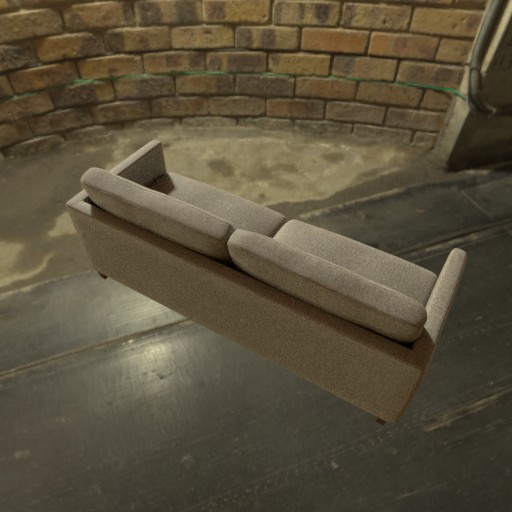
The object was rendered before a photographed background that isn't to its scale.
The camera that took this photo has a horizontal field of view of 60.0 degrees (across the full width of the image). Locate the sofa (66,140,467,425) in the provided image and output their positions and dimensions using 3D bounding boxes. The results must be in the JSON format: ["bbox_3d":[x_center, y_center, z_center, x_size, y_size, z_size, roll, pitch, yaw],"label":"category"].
[{"bbox_3d":[0.000,0.000,2.977,2.434,0.951,0.948,23,51,20],"label":"sofa"}]
